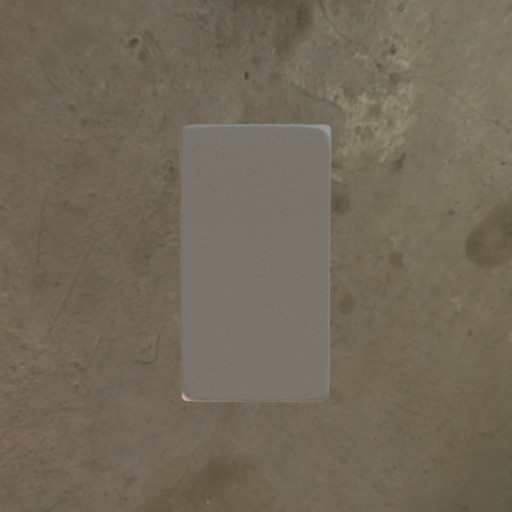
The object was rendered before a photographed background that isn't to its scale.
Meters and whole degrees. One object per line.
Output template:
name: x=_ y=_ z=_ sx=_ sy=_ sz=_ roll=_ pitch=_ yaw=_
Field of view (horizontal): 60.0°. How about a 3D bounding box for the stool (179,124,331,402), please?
stool: x=0.000 y=0.000 z=1.072 sx=0.476 sy=0.737 sz=0.457 roll=0 pitch=92 yaw=0
